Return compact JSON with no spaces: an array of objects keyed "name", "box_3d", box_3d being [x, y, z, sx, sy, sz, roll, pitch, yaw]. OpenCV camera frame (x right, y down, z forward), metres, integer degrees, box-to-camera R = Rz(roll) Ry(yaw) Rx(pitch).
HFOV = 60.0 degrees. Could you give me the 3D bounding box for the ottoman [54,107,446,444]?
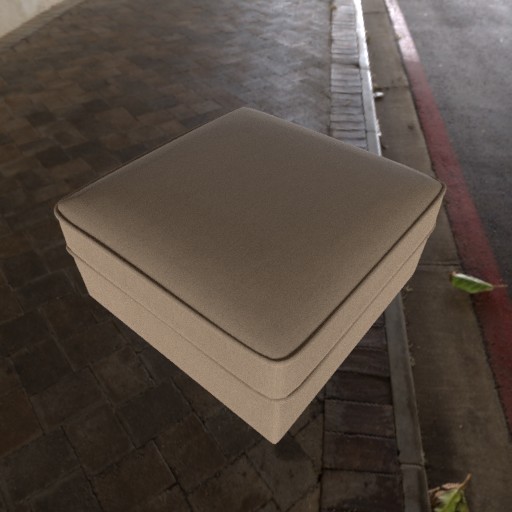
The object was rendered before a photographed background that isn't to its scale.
[{"name":"ottoman","box_3d":[0.000,0.000,1.044,0.613,0.438,0.616,30,51,28]}]
